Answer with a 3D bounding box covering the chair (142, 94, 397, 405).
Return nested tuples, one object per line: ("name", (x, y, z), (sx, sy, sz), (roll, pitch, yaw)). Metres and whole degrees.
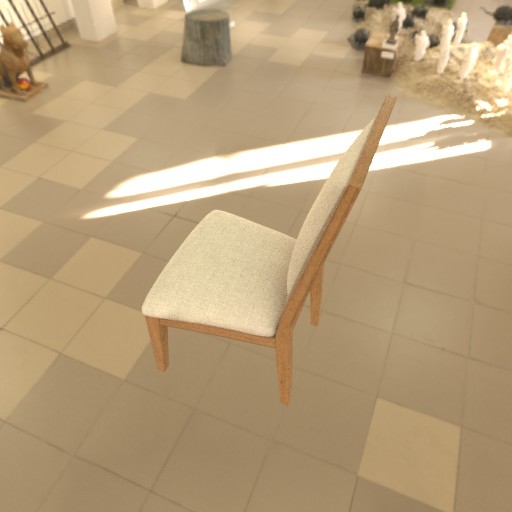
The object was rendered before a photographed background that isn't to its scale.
("chair", (0.000, 0.000, 1.409), (0.601, 0.988, 0.536), (16, 47, 15))
